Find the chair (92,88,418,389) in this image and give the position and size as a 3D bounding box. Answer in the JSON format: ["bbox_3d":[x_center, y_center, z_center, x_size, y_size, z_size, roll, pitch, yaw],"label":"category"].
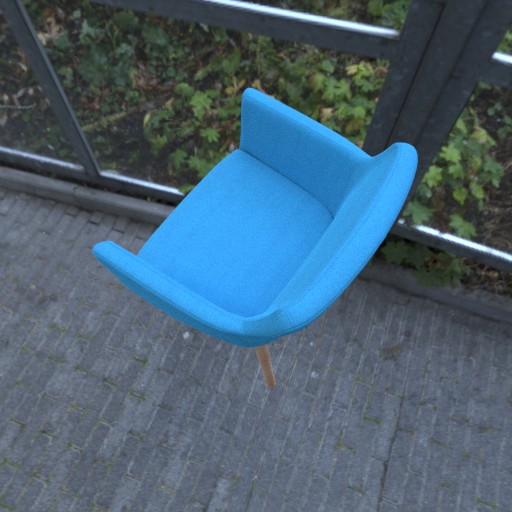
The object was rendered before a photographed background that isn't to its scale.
[{"bbox_3d":[0.000,0.000,1.170,0.540,0.780,0.570,32,68,15],"label":"chair"}]
